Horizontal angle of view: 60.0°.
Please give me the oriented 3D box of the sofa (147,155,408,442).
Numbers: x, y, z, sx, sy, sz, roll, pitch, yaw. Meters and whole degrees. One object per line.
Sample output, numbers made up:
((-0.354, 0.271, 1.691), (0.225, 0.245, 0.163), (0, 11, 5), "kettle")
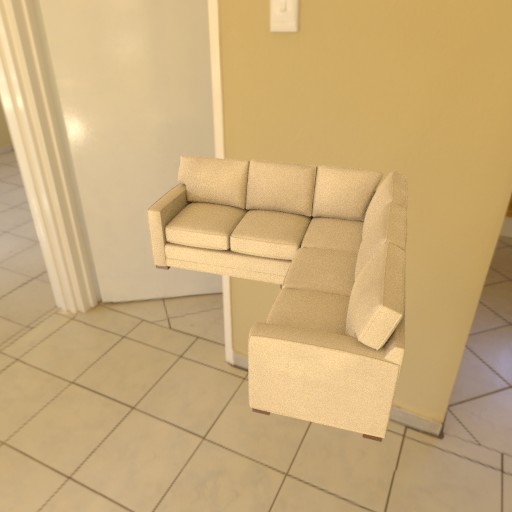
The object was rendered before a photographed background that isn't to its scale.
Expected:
((0.000, 0.000, 3.473), (2.182, 0.939, 2.189), (8, 31, 14), "sofa")
